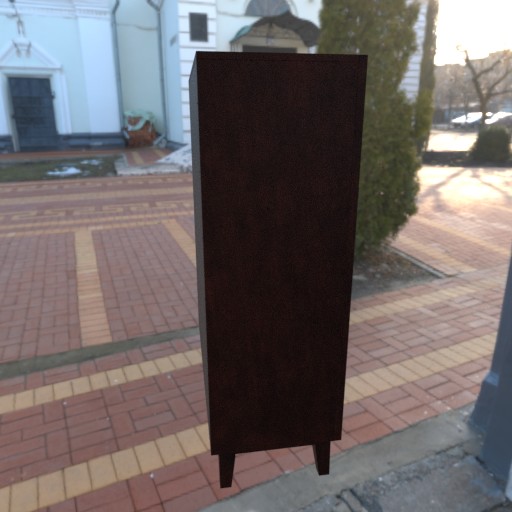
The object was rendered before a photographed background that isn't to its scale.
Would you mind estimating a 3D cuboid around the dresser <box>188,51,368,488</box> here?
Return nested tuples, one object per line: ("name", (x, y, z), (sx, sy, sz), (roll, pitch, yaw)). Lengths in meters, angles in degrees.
("dresser", (0.000, 0.000, 1.962), (0.506, 1.514, 1.072), (-3, 18, -9))
